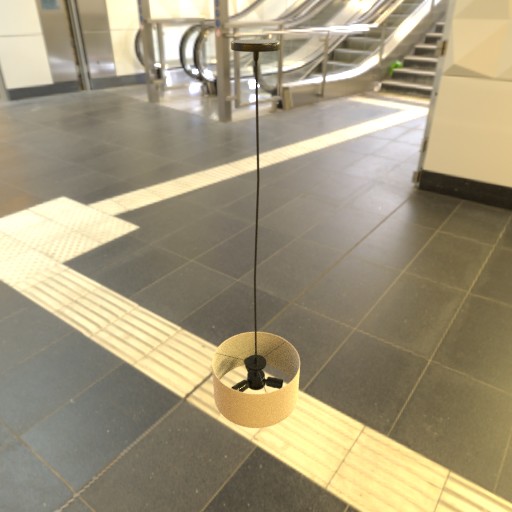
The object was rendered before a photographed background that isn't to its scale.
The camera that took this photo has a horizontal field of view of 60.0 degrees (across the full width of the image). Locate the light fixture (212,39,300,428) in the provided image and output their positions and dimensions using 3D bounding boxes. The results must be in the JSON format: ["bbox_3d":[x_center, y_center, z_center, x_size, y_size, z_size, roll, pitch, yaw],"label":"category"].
[{"bbox_3d":[0.000,0.000,1.734,0.399,1.516,0.399,0,30,0],"label":"light fixture"}]
